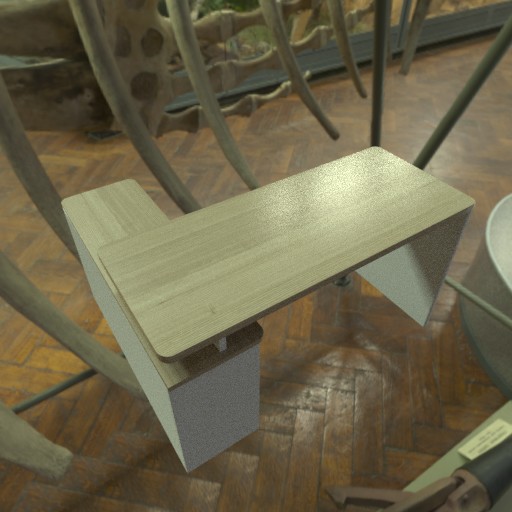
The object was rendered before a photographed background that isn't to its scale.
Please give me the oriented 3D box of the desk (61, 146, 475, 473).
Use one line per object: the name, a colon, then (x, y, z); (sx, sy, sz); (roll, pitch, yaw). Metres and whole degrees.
desk: (0.000, 0.000, 2.132); (1.400, 0.770, 1.175); (-24, 47, -24)
